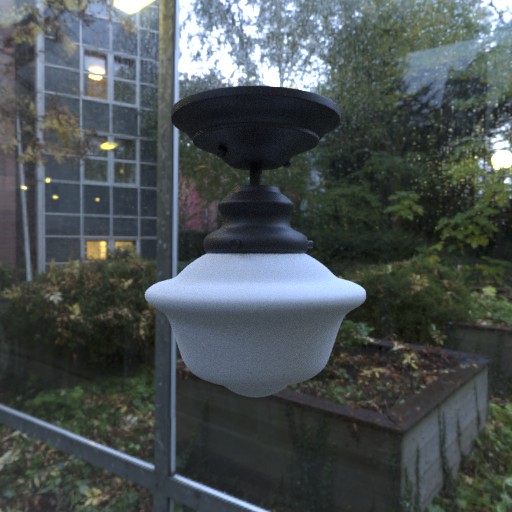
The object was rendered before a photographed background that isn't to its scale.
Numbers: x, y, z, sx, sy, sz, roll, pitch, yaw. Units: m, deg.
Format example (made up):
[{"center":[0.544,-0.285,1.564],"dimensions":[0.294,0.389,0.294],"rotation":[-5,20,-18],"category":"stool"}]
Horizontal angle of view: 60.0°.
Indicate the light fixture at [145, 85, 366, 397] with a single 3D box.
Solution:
[{"center":[0.000,0.000,0.405],"dimensions":[0.197,0.254,0.197],"rotation":[0,1,0],"category":"light fixture"}]
